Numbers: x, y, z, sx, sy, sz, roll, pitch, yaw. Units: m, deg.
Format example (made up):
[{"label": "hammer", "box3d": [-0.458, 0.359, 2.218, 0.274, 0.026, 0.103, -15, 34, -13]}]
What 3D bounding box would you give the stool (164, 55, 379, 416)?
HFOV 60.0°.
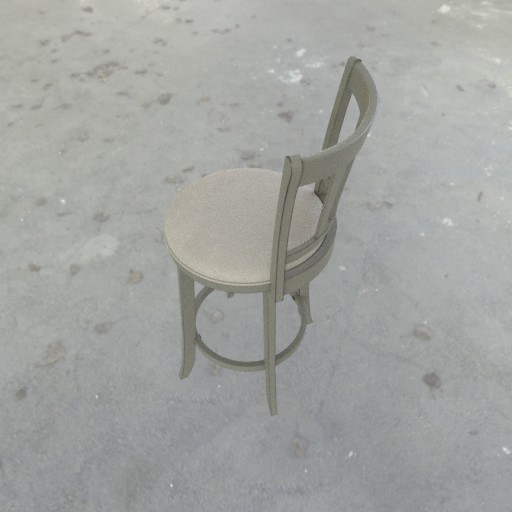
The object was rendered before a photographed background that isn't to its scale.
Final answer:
[{"label": "stool", "box3d": [0.000, 0.000, 1.249, 0.486, 0.994, 0.450, 17, 49, 15]}]
